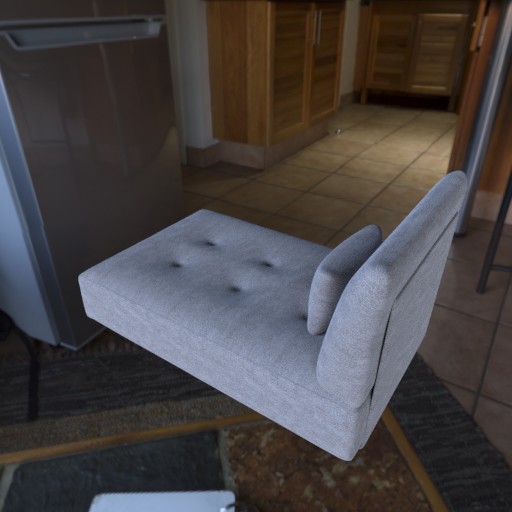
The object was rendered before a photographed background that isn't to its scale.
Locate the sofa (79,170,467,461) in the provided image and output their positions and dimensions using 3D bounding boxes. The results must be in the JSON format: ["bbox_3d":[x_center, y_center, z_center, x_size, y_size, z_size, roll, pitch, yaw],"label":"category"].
[{"bbox_3d":[0.000,0.000,1.981,1.450,0.820,0.930,20,36,29],"label":"sofa"}]
